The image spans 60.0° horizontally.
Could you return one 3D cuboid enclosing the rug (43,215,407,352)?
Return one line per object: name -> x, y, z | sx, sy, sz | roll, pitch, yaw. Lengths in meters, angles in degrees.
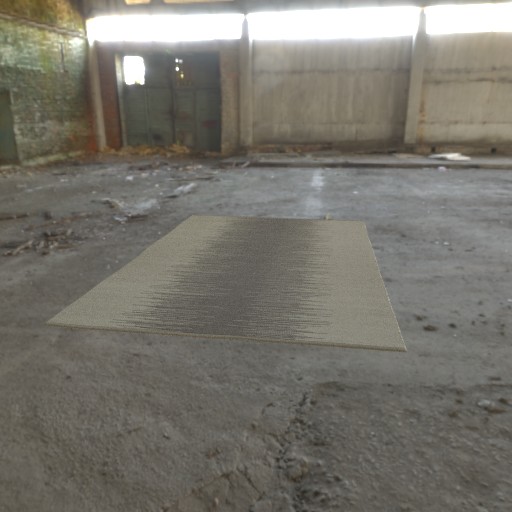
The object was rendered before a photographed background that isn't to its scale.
rug -> 0.000, 0.000, 2.306 | 1.226, 0.007, 1.815 | 3, 18, 8
